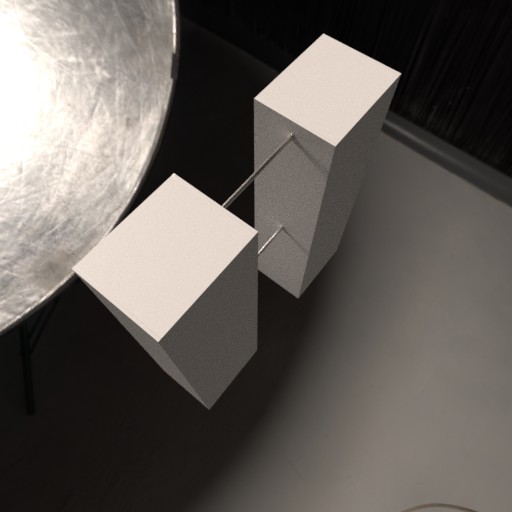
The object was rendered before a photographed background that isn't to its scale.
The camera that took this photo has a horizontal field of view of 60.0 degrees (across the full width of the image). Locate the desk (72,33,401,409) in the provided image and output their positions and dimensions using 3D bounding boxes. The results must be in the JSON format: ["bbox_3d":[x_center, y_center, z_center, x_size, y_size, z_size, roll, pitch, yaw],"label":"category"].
[{"bbox_3d":[0.000,0.000,2.913,0.480,2.000,1.770,36,69,16],"label":"desk"}]
